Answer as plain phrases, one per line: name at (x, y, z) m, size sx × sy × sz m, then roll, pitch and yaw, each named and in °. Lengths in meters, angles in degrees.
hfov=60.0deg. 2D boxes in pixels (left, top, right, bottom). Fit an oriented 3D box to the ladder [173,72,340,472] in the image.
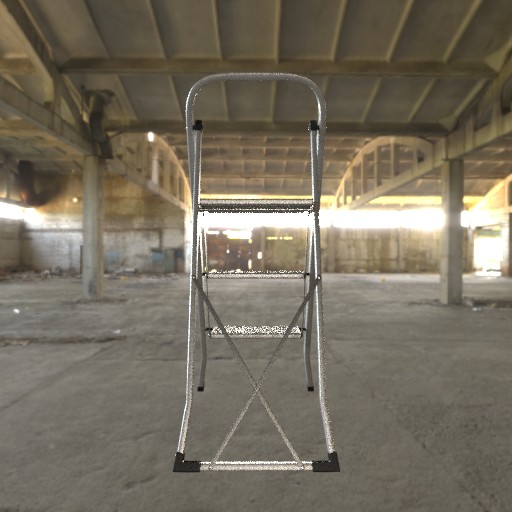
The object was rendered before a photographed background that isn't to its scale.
ladder at (0.000, 0.000, 1.437) m, size 0.465 × 1.070 × 0.704 m, roll 0°, pitch 0°, yaw 0°
